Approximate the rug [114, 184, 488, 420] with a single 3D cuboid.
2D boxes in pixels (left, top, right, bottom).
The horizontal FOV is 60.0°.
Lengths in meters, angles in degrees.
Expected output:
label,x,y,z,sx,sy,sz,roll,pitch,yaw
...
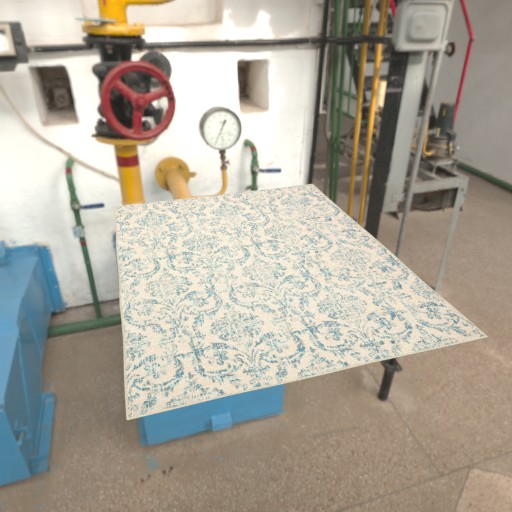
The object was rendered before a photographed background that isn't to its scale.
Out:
label,x,y,z,sx,sy,sz,roll,pitch,yaw
rug,0.000,0.000,3.923,2.363,0.012,2.980,-9,31,-15
